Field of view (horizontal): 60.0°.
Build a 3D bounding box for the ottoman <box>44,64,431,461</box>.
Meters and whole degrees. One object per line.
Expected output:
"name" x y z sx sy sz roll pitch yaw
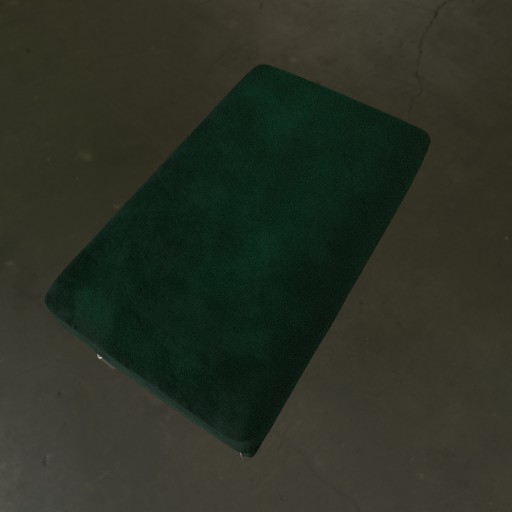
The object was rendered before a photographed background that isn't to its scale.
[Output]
"ottoman" 0.000 0.000 1.210 0.536 0.533 0.886 29 66 15
